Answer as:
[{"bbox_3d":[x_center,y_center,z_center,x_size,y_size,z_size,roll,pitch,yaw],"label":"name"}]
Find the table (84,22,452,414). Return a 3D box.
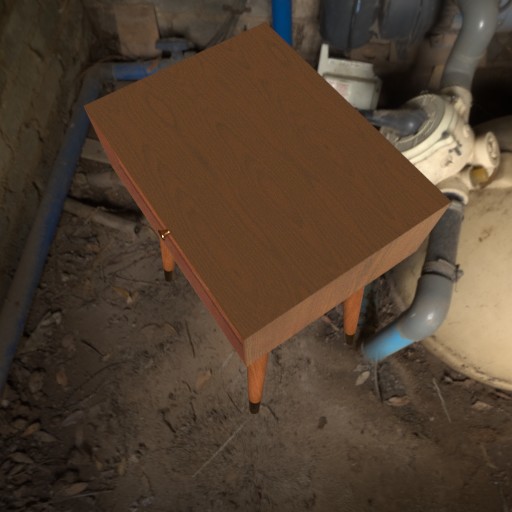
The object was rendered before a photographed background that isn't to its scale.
[{"bbox_3d":[0.000,0.000,0.823,0.300,0.599,0.406,-32,68,-14],"label":"table"}]
